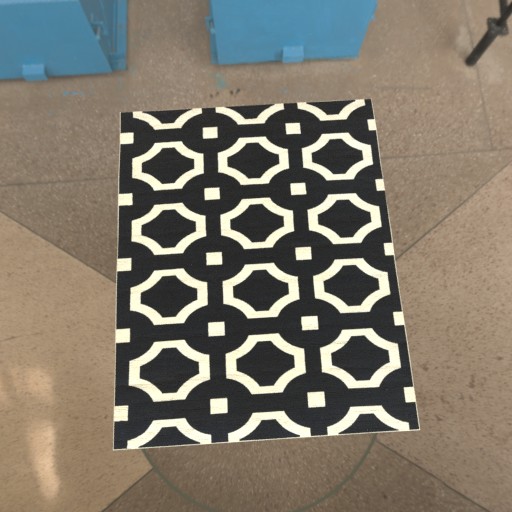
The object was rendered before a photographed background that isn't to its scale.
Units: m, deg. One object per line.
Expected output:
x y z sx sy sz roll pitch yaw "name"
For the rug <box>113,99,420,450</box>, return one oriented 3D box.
0.000 0.000 3.932 2.466 0.021 3.049 -3 75 -1 "rug"
